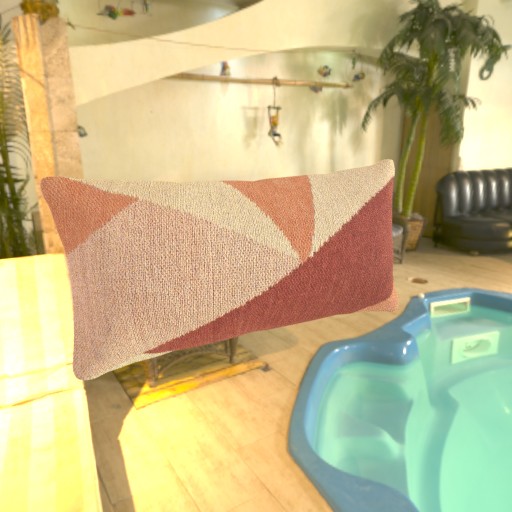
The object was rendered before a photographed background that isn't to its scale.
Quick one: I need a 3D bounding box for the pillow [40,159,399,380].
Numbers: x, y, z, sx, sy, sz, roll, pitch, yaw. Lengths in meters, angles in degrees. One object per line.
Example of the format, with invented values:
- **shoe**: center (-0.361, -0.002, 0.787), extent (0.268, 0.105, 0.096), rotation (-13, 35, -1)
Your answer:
- **pillow**: center (0.000, 0.000, 0.727), extent (0.609, 0.292, 0.155), rotation (-8, 18, -26)
